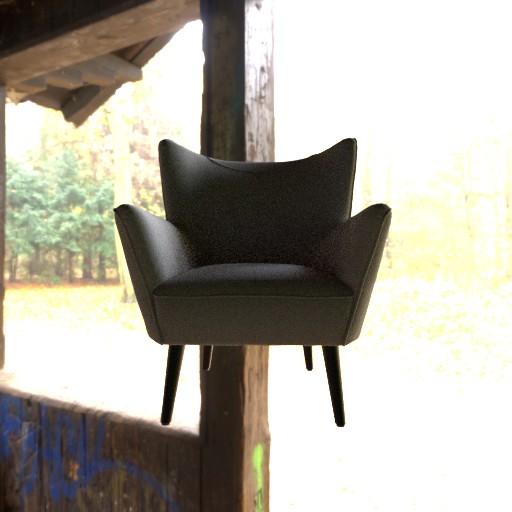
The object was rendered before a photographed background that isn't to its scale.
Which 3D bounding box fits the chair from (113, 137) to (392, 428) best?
[{"bbox_3d":[0.000,0.000,1.591,0.781,0.933,0.888,0,1,2],"label":"chair"}]
